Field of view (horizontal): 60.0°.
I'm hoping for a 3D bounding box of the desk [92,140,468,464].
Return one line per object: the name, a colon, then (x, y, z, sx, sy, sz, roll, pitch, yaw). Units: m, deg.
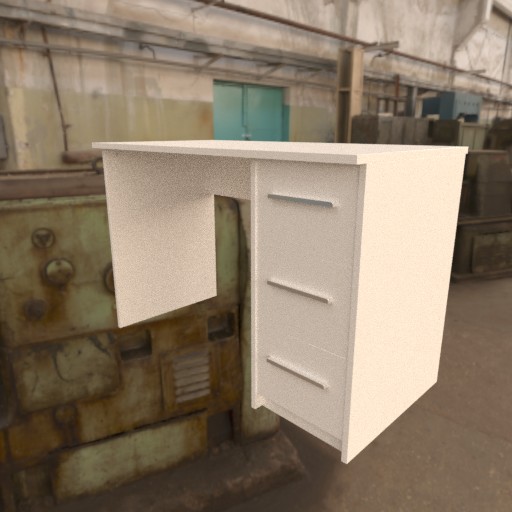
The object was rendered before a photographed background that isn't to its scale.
desk: (0.000, 0.000, 1.505, 1.097, 0.735, 0.560, 15, 22, 43)
